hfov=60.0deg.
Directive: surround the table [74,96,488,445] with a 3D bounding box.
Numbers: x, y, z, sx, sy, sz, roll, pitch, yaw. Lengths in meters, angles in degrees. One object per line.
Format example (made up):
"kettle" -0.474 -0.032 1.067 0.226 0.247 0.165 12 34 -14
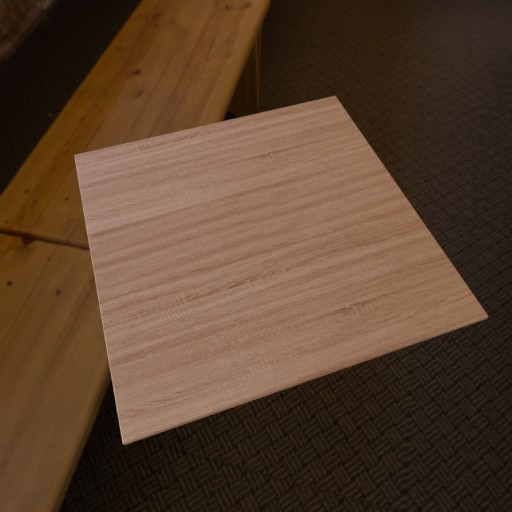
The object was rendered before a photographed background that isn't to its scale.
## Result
"table" 0.000 0.000 1.356 0.890 0.305 0.890 -16 58 -10
